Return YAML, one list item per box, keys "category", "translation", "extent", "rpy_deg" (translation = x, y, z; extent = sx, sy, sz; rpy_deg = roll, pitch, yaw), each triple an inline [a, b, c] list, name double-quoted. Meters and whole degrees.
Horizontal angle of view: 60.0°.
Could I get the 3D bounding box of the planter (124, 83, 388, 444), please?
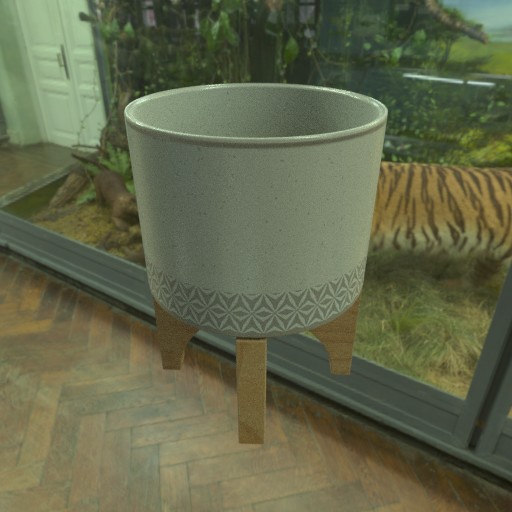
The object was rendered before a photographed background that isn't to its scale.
- category: "planter"
  translation: [0.000, 0.000, 0.269]
  extent: [0.130, 0.178, 0.130]
  rpy_deg: [0, 30, 0]
